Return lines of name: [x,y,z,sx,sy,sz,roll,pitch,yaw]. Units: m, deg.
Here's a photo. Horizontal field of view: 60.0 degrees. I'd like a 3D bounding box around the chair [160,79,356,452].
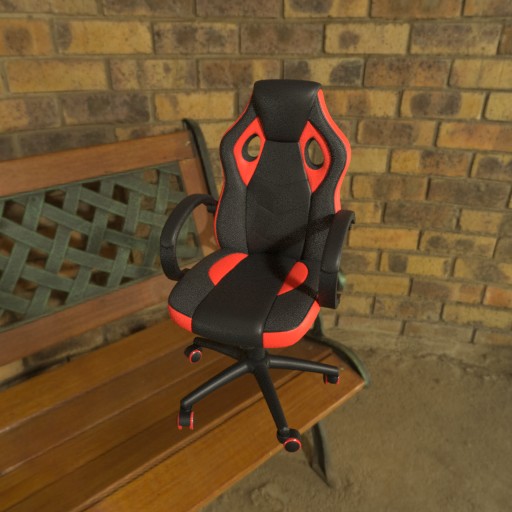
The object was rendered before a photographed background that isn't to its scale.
chair: [0.000,0.000,1.422,0.600,1.016,0.642,9,28,17]
